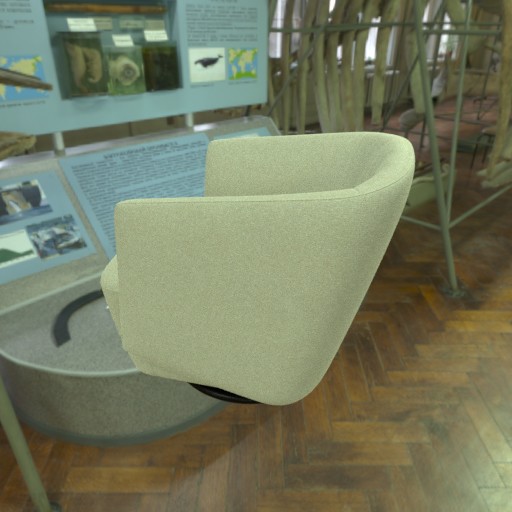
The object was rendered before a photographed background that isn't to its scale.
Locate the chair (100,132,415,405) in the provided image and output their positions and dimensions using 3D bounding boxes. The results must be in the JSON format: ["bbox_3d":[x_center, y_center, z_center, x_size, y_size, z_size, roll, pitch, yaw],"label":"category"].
[{"bbox_3d":[0.000,0.000,1.631,0.986,0.861,0.822,7,29,13],"label":"chair"}]
